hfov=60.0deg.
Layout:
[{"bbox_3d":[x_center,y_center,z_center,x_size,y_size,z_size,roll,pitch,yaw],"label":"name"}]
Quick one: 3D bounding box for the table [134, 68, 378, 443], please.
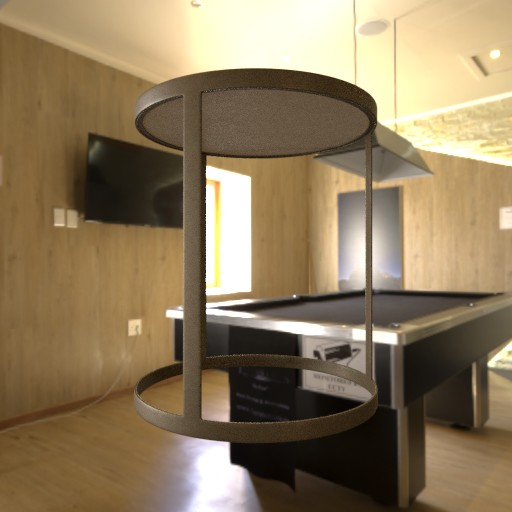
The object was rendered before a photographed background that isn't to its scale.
[{"bbox_3d":[0.000,0.000,0.907,0.480,0.565,0.480,0,0,0],"label":"table"}]
